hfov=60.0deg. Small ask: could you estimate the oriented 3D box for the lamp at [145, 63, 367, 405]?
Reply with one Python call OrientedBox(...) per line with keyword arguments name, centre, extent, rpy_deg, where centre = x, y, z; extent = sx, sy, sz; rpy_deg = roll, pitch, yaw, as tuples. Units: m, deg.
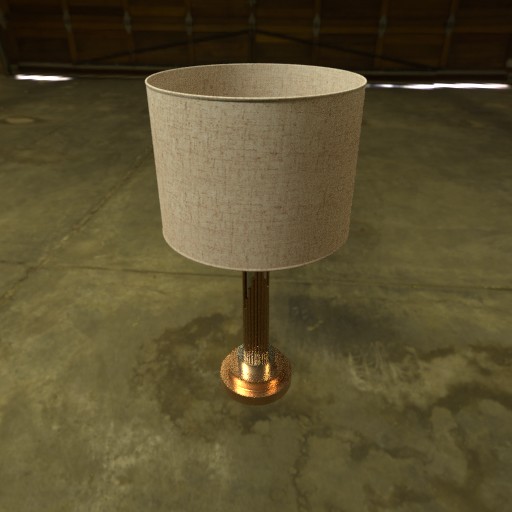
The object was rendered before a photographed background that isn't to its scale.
OrientedBox(name="lamp", centre=(0.000, 0.000, 0.808), extent=(0.321, 0.610, 0.321), rpy_deg=(-22, 37, -33))
